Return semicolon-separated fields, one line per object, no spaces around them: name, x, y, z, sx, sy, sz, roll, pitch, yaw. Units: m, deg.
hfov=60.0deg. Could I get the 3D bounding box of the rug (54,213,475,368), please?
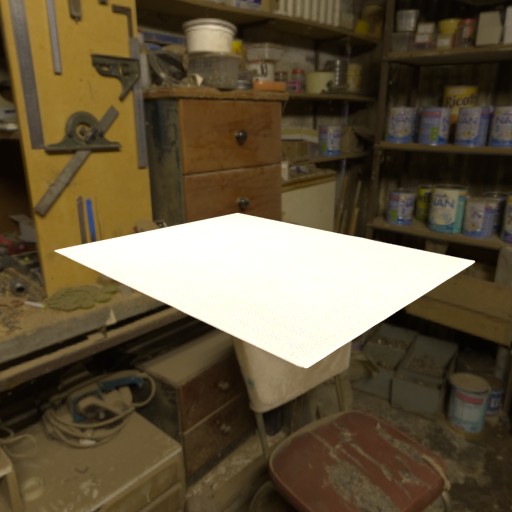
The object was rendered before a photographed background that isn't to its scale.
rug;0.000;0.000;4.048;3.009;0.019;2.423;16;23;41
